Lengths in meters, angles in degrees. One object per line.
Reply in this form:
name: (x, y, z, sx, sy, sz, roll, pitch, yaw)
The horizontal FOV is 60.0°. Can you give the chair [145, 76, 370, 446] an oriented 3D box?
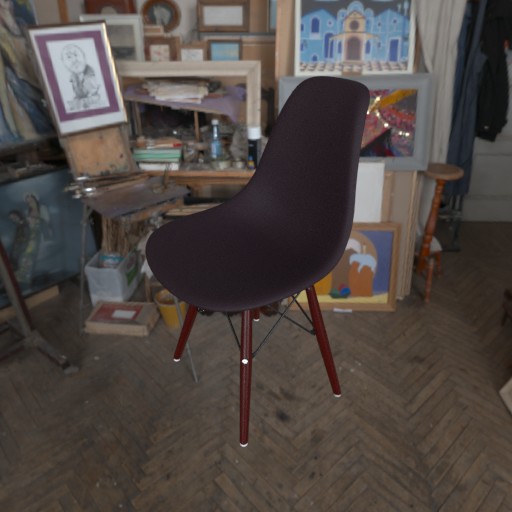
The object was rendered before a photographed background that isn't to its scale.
chair: (0.000, 0.000, 1.160, 0.533, 0.826, 0.470, -20, 36, -30)
